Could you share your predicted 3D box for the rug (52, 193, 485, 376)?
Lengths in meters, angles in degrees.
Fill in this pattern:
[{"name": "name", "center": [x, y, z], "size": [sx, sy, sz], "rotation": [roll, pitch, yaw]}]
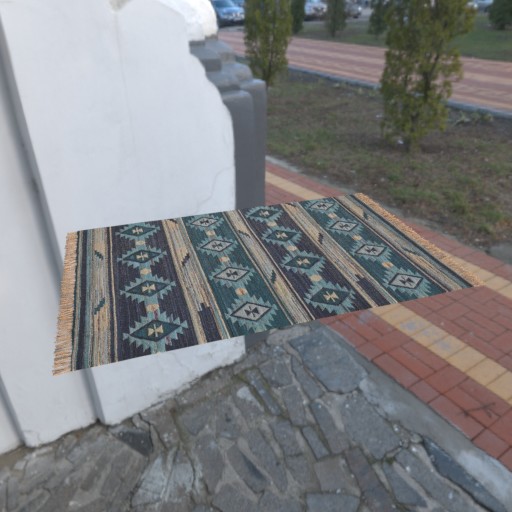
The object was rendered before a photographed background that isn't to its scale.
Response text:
[{"name": "rug", "center": [0.000, 0.000, 2.333], "size": [1.936, 0.028, 1.181], "rotation": [-9, 32, -15]}]
